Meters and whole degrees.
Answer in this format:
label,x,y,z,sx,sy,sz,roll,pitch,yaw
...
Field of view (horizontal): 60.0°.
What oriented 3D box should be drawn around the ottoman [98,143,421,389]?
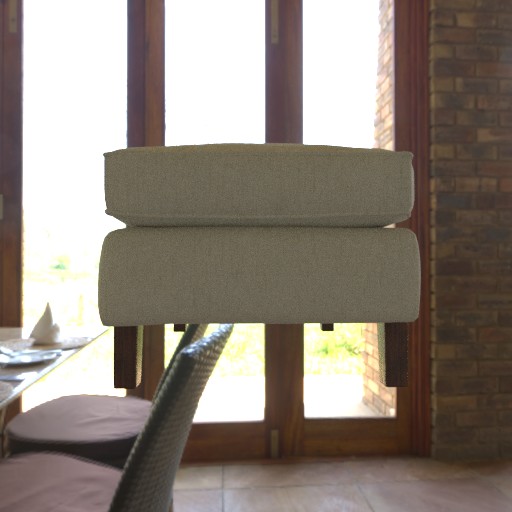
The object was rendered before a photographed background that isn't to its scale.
label,x,y,z,sx,sy,sz,roll,pitch,yaw
ottoman,0.000,0.000,0.952,0.501,0.406,0.665,0,-1,-1
